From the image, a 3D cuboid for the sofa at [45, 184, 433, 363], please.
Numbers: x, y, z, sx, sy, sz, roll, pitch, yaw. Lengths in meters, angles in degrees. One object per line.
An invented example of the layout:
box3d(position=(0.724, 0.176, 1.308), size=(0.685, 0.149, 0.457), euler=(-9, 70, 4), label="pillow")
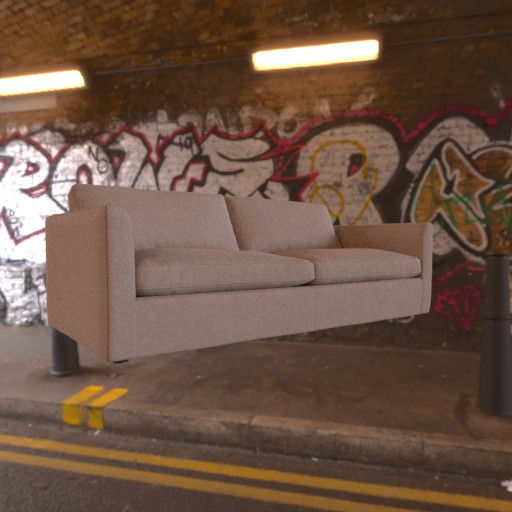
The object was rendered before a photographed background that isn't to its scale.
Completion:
box3d(position=(0.000, 0.000, 2.792), size=(2.588, 0.838, 1.090), euler=(-1, 1, -37), label="sofa")
